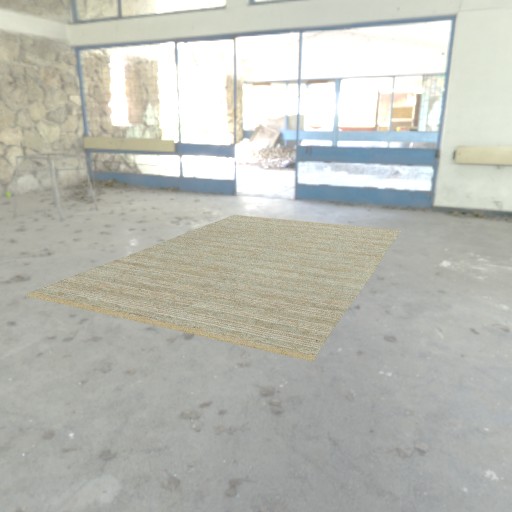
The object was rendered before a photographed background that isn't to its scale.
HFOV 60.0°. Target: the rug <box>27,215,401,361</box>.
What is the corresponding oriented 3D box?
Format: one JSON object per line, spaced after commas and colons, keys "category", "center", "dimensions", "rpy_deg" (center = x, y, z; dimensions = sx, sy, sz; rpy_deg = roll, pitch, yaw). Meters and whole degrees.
{"category": "rug", "center": [0.000, 0.000, 2.361], "dimensions": [1.240, 0.010, 1.824], "rpy_deg": [8, 18, 24]}
